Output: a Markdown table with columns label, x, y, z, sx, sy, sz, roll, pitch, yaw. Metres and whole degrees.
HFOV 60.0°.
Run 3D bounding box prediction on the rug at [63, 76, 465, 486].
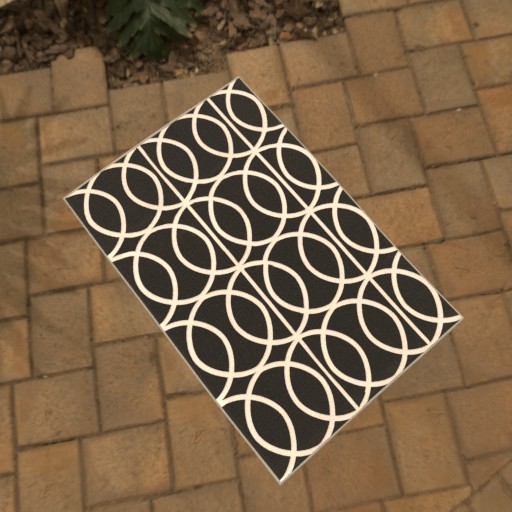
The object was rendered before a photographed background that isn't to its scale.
| label | x | y | z | sx | sy | sz | roll | pitch | yaw |
| --- | --- | --- | --- | --- | --- | --- | --- | --- | --- |
| rug | 0.000 | 0.000 | 2.892 | 1.528 | 0.014 | 2.294 | -38 | 78 | -9 |
